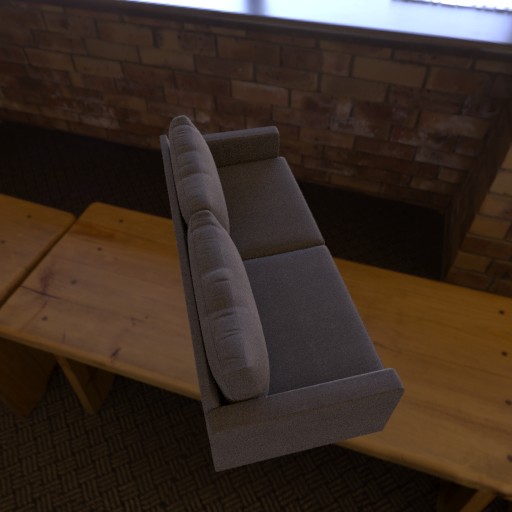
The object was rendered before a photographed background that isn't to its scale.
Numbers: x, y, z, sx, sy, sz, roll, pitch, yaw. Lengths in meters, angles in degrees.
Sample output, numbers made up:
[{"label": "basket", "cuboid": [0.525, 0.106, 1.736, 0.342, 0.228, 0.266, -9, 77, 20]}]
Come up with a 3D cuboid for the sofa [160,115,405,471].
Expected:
[{"label": "sofa", "cuboid": [0.000, 0.000, 2.614, 0.880, 0.880, 2.100, -10, 48, -9]}]
